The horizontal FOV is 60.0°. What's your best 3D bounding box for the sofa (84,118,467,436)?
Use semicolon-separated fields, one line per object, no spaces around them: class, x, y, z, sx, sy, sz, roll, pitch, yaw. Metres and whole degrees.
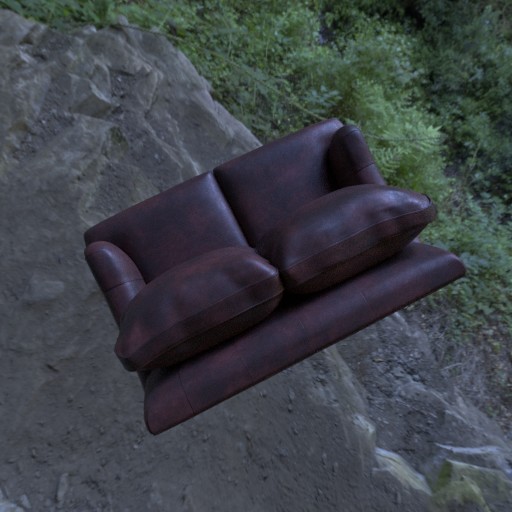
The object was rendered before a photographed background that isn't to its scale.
sofa;0.000;0.000;2.389;1.628;1.070;1.148;-26;79;-6
